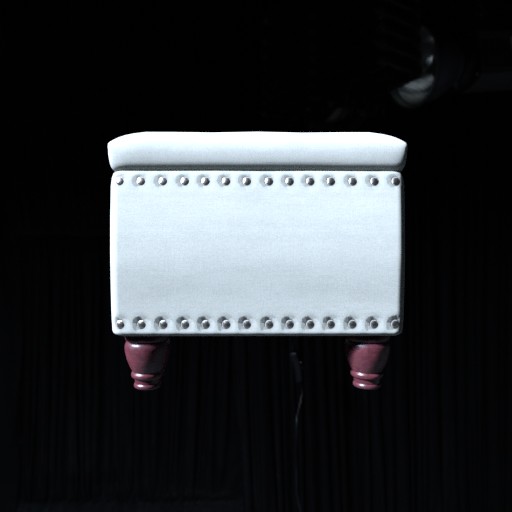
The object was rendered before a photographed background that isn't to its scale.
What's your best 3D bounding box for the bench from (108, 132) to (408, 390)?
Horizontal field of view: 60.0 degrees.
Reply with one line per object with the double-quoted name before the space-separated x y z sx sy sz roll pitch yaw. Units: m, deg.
"bench" 0.000 0.000 1.175 0.500 0.449 0.887 0 1 0
